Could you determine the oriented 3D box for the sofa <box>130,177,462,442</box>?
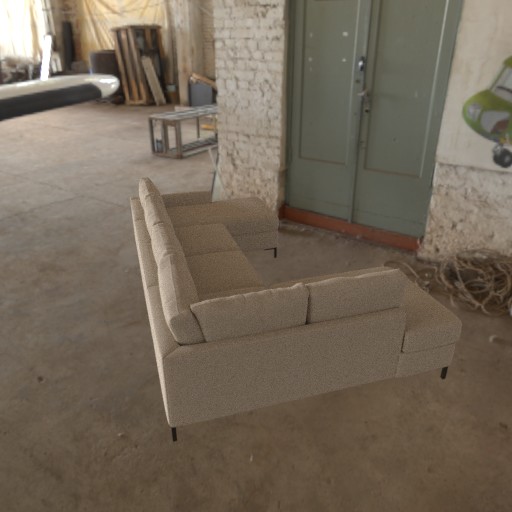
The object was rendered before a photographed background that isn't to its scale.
[{"bbox_3d":[0.000,0.000,3.951,1.989,0.862,2.984,-8,27,-16],"label":"sofa"}]
